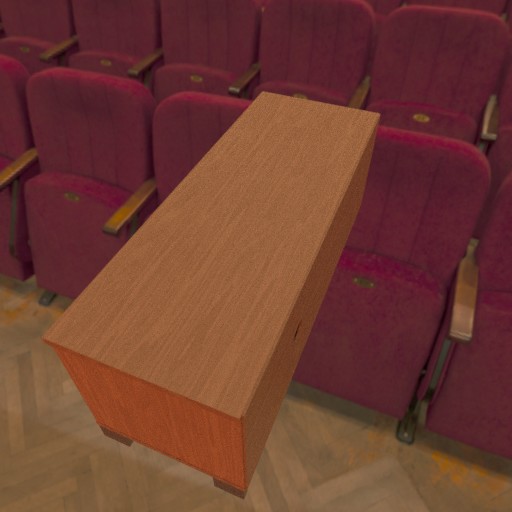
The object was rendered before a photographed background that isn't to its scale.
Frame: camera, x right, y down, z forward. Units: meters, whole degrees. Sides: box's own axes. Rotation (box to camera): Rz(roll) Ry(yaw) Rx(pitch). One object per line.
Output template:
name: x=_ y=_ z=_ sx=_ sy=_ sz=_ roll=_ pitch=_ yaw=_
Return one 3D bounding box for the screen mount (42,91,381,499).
screen mount: x=0.000 y=0.000 z=1.265 sx=0.406 sy=0.432 sz=1.084 roll=17 pitch=48 yaw=16
